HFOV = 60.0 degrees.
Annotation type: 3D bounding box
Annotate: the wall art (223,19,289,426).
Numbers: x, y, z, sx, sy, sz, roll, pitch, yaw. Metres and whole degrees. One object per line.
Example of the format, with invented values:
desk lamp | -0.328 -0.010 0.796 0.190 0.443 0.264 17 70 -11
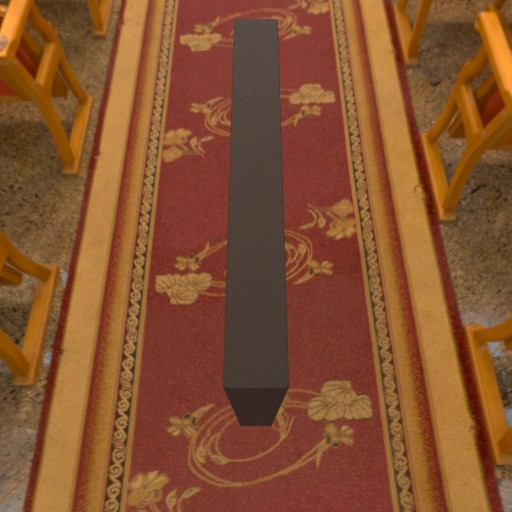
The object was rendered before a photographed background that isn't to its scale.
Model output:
wall art | 0.000 0.000 0.451 0.037 0.305 0.305 0 65 0
